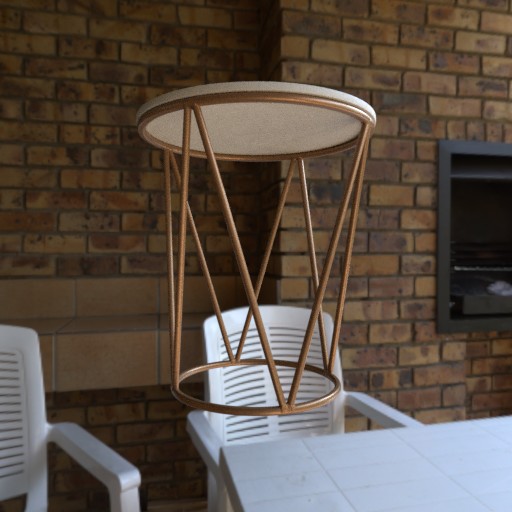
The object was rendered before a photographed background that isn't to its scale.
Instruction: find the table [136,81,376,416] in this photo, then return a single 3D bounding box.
[{"bbox_3d":[0.000,0.000,0.960,0.500,0.564,0.500,0,1,0],"label":"table"}]
